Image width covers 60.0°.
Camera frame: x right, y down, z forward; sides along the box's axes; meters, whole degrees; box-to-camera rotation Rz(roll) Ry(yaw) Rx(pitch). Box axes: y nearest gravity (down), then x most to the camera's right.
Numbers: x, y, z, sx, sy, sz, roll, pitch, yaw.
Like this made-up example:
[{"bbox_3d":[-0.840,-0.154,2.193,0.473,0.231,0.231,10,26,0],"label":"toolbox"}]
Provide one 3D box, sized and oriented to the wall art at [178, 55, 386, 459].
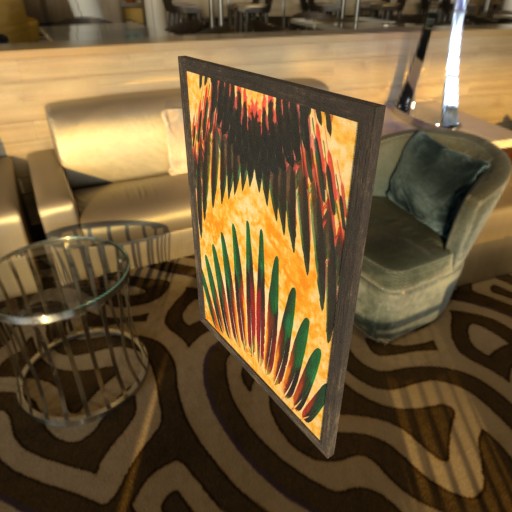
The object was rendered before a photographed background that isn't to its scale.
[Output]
[{"bbox_3d":[0.000,0.000,1.390,0.029,1.066,0.812,-20,37,-29],"label":"wall art"}]
